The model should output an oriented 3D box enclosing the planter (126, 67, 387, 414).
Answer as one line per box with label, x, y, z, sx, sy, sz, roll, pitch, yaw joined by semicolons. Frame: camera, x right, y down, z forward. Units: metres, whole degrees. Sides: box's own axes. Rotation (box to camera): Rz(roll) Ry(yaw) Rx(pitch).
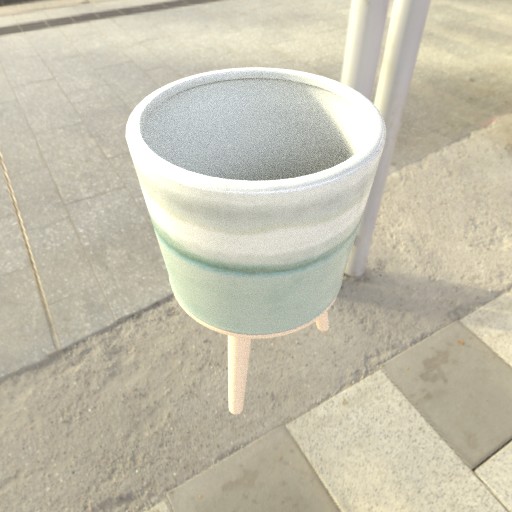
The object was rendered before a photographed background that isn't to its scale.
planter;0.000;0.000;0.597;0.265;0.404;0.265;-24;49;-23
